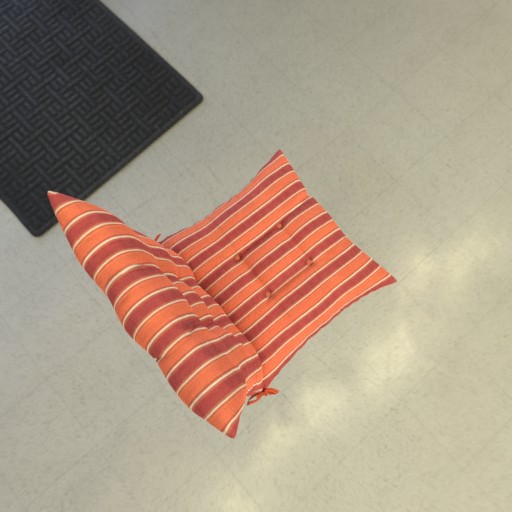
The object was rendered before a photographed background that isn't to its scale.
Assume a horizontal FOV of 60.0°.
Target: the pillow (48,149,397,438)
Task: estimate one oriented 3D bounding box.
[{"bbox_3d":[0.000,0.000,0.991,0.585,0.536,0.541,-38,78,-9],"label":"pillow"}]
